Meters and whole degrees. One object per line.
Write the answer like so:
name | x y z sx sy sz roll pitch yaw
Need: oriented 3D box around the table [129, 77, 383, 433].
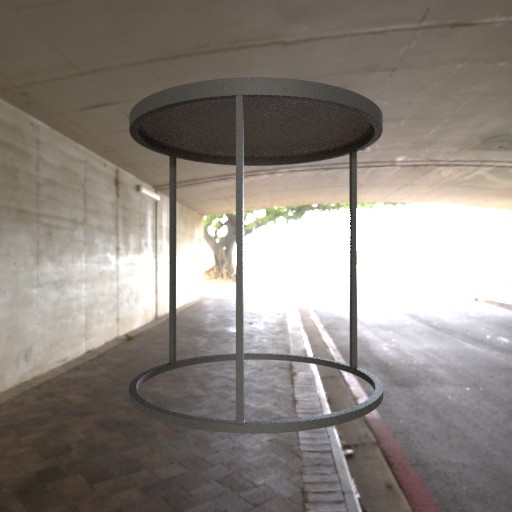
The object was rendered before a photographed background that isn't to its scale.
table | 0.000 0.000 0.853 0.470 0.498 0.470 0 -1 0
